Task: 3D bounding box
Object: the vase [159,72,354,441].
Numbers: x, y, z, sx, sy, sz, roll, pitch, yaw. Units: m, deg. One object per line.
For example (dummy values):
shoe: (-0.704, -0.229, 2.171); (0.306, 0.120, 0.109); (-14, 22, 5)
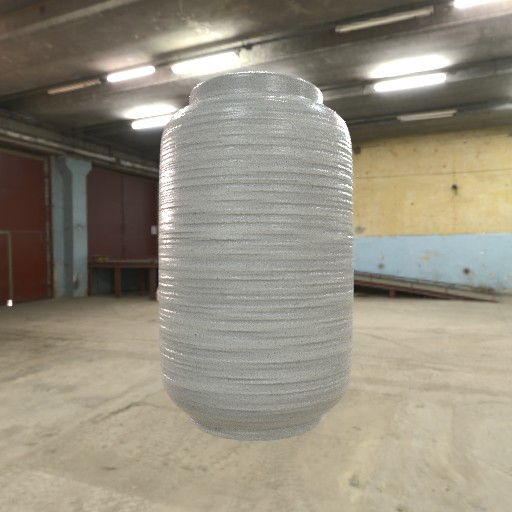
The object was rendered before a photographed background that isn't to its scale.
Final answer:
vase: (0.000, 0.000, 0.469); (0.202, 0.335, 0.202); (0, 1, 0)
